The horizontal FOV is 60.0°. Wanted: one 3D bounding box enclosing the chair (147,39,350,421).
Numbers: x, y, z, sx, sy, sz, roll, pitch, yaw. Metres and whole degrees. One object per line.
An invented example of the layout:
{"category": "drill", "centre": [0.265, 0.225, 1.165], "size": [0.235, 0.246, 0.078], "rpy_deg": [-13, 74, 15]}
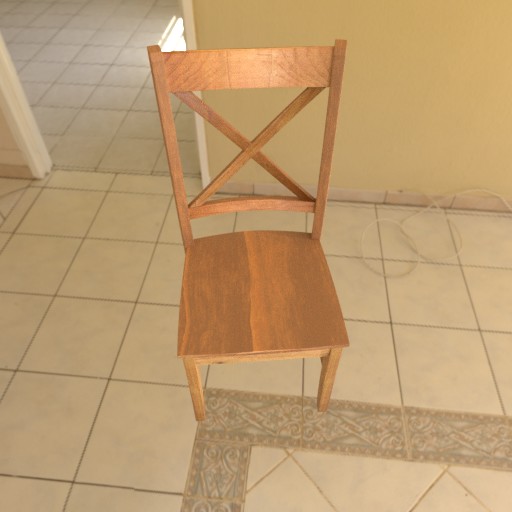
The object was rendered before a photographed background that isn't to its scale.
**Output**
{"category": "chair", "centre": [0.000, 0.000, 1.264], "size": [0.485, 0.983, 0.542], "rpy_deg": [-3, 47, -3]}
